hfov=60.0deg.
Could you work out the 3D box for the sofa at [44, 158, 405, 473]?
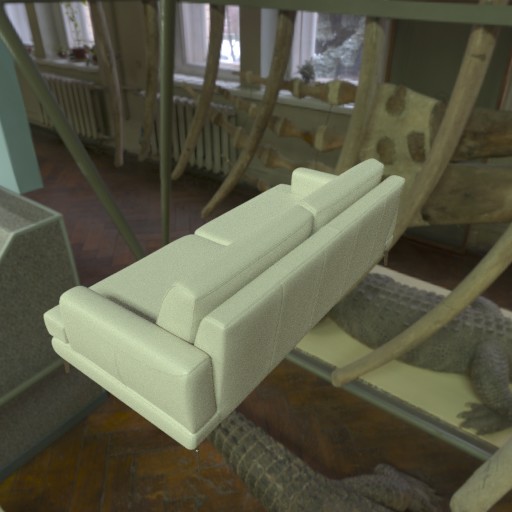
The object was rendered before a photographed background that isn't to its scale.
[{"bbox_3d":[0.000,0.000,2.388,0.974,0.765,1.940,21,37,30],"label":"sofa"}]
